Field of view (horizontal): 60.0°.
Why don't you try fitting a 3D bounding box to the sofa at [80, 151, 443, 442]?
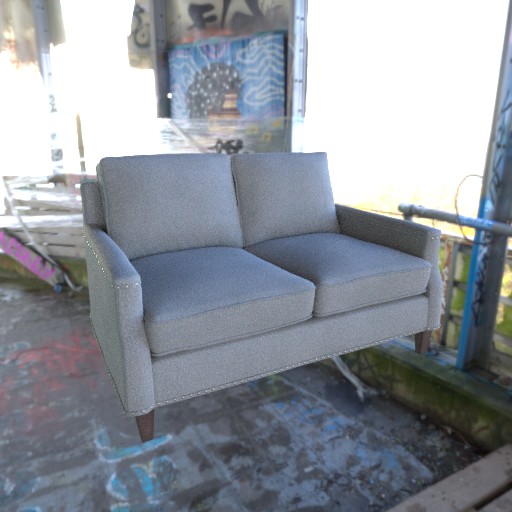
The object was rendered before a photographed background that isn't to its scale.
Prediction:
[{"bbox_3d":[0.000,0.000,2.263,1.597,1.003,1.084,-8,18,-26],"label":"sofa"}]
